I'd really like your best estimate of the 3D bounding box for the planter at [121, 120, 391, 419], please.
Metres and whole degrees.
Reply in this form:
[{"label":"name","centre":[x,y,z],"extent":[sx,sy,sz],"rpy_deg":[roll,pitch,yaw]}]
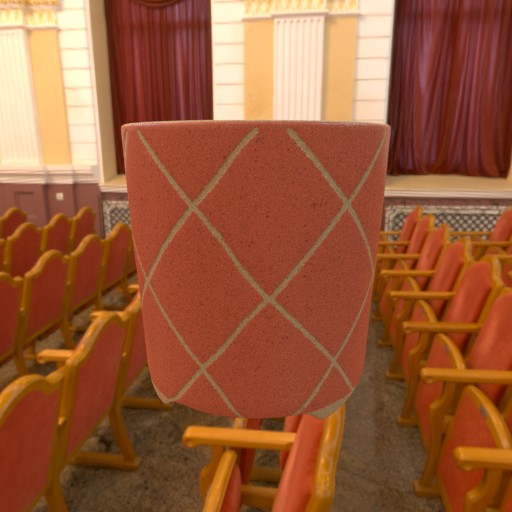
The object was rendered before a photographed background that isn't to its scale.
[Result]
[{"label":"planter","centre":[0.000,0.000,0.417],"extent":[0.227,0.235,0.227],"rpy_deg":[0,14,0]}]
